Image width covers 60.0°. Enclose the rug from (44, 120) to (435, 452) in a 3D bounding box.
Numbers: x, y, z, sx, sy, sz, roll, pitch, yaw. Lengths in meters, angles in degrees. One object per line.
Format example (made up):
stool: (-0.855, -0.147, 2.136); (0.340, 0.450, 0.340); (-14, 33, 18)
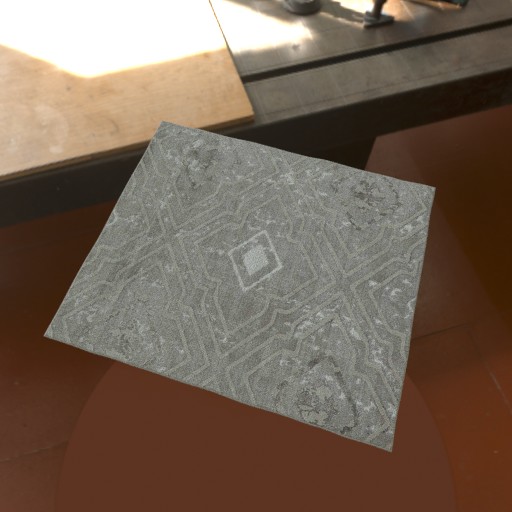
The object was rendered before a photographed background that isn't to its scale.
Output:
rug: (0.000, 0.000, 0.880); (0.639, 0.006, 0.548); (16, 64, 8)
